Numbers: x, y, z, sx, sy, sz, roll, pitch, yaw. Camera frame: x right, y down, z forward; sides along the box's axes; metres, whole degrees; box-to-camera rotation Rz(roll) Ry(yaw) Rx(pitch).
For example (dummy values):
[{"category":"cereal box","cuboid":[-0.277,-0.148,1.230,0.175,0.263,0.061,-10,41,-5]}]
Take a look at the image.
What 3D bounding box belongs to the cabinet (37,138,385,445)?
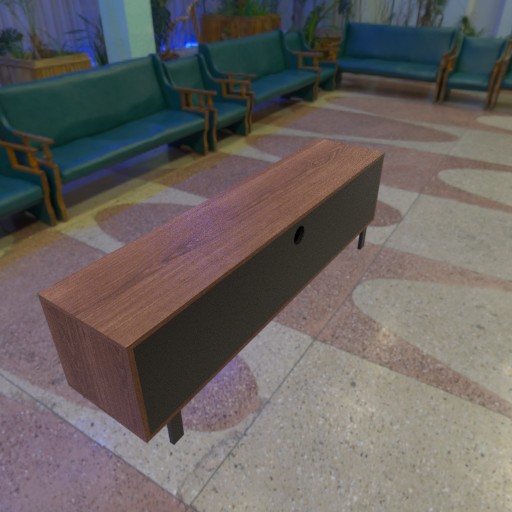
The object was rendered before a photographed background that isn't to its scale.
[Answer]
[{"category":"cabinet","cuboid":[0.000,0.000,1.863,0.400,0.500,1.650,21,38,29]}]
